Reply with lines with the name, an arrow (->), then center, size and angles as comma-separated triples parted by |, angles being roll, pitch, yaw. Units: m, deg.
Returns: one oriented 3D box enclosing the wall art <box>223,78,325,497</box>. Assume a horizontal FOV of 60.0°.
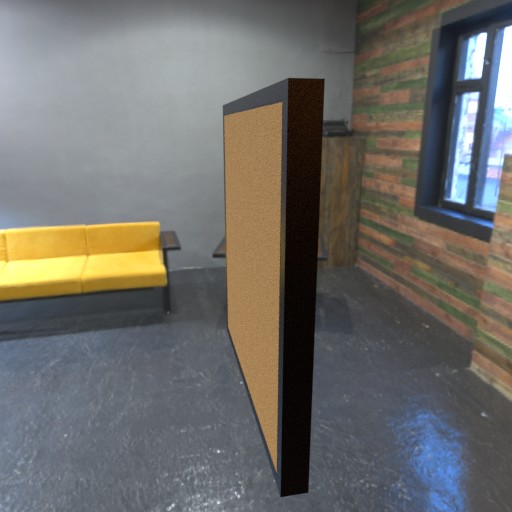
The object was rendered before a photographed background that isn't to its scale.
wall art -> 0.000, 0.000, 0.746 | 0.038, 0.506, 0.506 | -3, 16, -11
